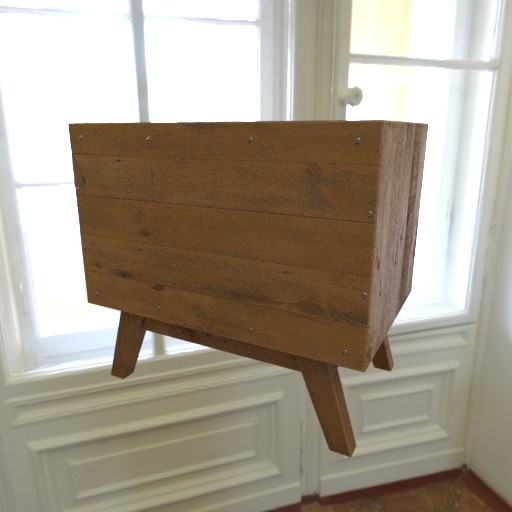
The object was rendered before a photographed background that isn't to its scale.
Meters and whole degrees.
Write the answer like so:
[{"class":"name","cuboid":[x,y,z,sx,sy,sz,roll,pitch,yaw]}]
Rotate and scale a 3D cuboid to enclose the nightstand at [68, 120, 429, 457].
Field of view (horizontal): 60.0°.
[{"class":"nightstand","cuboid":[0.000,0.000,1.044,0.650,0.599,0.450,8,18,27]}]
